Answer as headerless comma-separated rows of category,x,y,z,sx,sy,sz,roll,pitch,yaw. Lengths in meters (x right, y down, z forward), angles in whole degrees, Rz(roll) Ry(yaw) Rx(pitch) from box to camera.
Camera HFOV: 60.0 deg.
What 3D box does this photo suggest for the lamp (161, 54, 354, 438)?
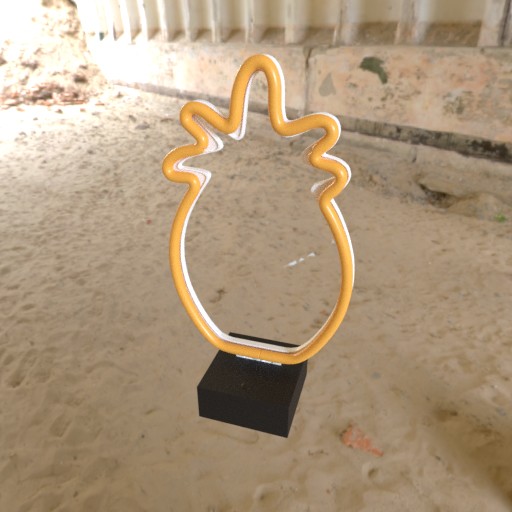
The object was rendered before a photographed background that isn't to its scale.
lamp,0.000,0.000,0.382,0.167,0.317,0.088,8,28,15
